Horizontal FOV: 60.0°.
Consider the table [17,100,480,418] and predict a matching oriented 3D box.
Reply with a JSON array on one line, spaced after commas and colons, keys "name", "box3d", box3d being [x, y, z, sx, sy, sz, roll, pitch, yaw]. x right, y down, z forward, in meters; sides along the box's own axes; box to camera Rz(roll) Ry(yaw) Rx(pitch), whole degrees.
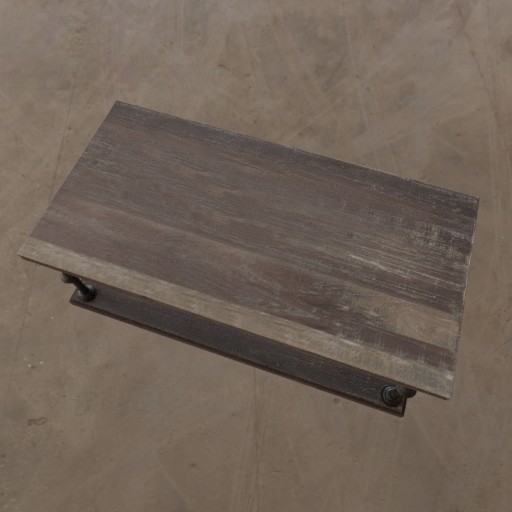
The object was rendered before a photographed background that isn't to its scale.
[{"name": "table", "box3d": [0.000, 0.000, 1.327, 1.088, 0.373, 0.554, 17, 65, 8]}]
